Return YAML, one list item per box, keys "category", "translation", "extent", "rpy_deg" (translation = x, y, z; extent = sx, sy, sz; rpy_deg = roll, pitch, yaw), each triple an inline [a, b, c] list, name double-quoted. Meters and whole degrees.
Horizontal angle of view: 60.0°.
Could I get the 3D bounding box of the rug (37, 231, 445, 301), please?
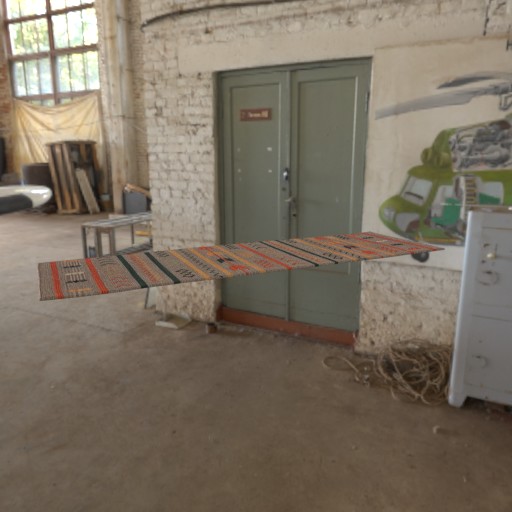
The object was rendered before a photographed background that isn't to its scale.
- category: "rug"
  translation: [0.000, 0.000, 2.722]
  extent: [2.419, 0.022, 0.744]
  rpy_deg: [-6, 14, -25]
